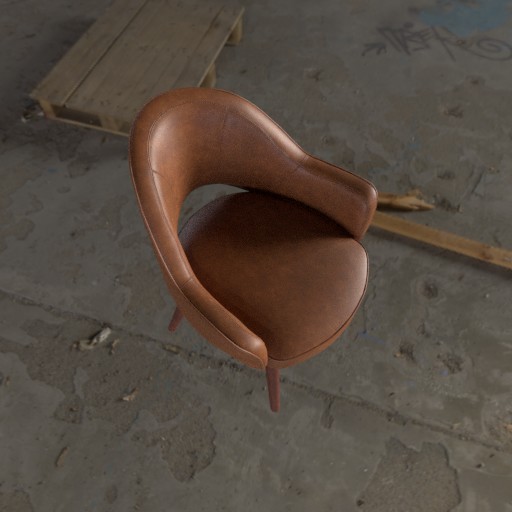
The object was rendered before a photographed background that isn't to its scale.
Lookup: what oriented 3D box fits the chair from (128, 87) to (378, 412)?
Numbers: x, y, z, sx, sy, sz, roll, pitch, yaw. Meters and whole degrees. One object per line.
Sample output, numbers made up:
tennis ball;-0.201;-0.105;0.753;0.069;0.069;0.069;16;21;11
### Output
chair;0.000;0.000;1.276;0.640;0.777;0.591;33;64;19
